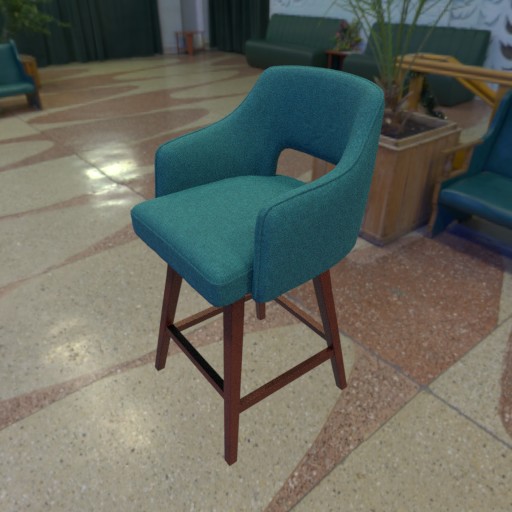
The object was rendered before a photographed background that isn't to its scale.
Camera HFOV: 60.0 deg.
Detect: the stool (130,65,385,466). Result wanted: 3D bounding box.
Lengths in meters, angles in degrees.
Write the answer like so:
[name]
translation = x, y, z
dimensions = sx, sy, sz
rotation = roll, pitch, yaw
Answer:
[stool]
translation = 0.000, 0.000, 1.292
dimensions = 0.556, 0.961, 0.548
rotation = -22, 38, -31
